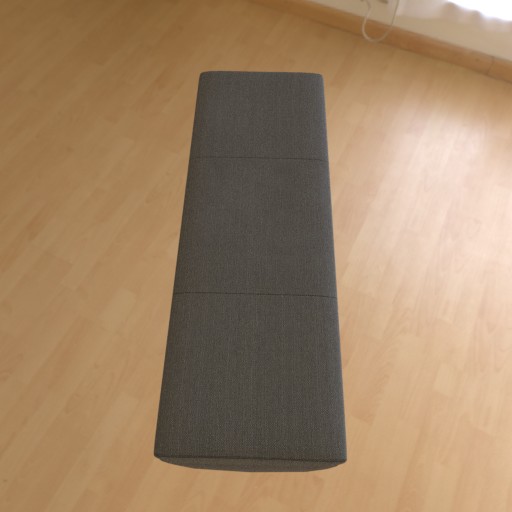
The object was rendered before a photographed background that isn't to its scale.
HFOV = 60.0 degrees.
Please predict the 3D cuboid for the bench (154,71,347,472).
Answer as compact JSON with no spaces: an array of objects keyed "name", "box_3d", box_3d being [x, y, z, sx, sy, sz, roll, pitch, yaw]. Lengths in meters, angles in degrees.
[{"name":"bench","box_3d":[0.000,0.000,1.451,0.446,0.438,1.269,1,62,1]}]
